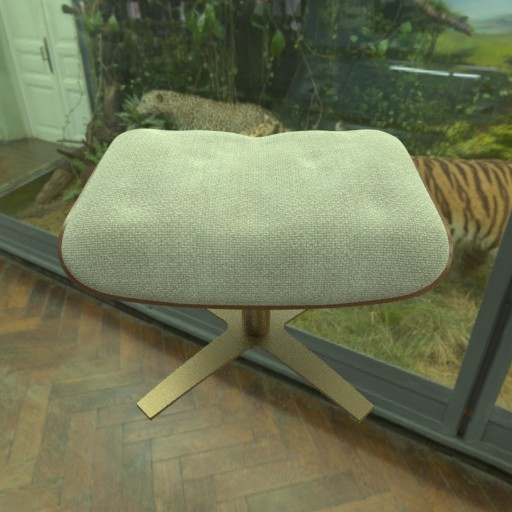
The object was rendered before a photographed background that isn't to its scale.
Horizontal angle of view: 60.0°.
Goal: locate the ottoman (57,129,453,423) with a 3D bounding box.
[{"bbox_3d":[0.000,0.000,0.784,0.520,0.391,0.394,0,31,1],"label":"ottoman"}]
